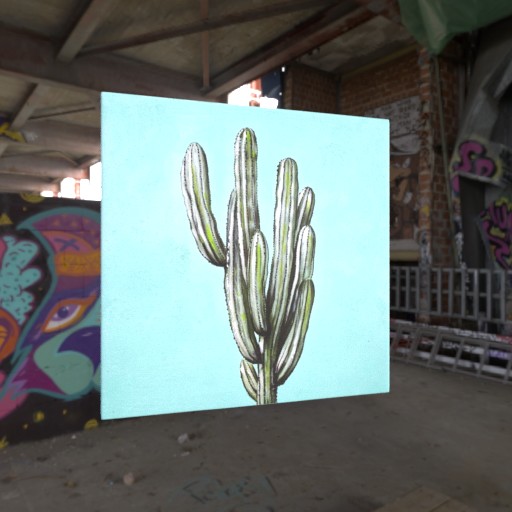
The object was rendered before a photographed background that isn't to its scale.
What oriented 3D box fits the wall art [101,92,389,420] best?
[{"bbox_3d":[0.000,0.000,1.624,1.071,1.073,0.070,0,0,-16],"label":"wall art"}]
